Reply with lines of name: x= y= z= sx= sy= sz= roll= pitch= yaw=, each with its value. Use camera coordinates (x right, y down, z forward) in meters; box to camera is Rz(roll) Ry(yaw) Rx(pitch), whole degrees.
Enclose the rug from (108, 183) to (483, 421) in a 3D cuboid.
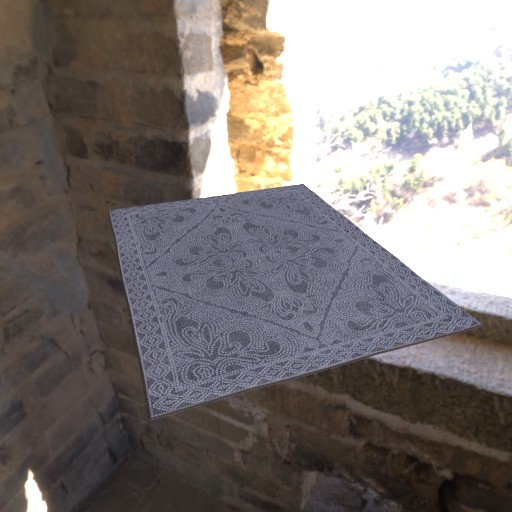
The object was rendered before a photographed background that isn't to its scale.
rug: x=0.000 y=0.000 z=4.088 sx=2.438 sy=0.012 sz=3.048 roll=-10 pitch=32 yaw=-17
